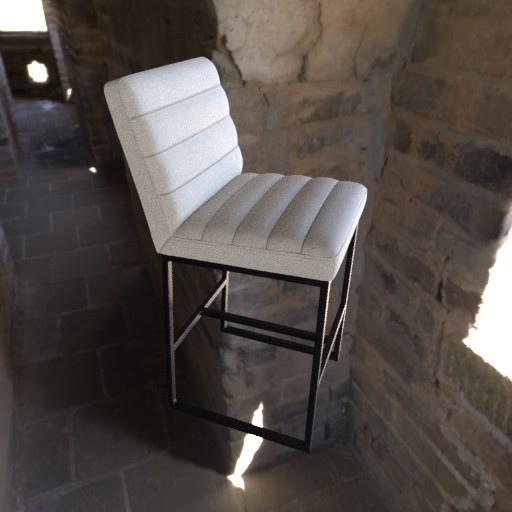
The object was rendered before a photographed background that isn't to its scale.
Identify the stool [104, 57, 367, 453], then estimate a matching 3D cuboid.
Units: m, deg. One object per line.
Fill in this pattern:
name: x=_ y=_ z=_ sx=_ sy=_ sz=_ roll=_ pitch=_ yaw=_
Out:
stool: x=0.000 y=0.000 z=1.327 sx=0.560 sy=1.040 sz=0.460 roll=11 pitch=32 yaw=18
